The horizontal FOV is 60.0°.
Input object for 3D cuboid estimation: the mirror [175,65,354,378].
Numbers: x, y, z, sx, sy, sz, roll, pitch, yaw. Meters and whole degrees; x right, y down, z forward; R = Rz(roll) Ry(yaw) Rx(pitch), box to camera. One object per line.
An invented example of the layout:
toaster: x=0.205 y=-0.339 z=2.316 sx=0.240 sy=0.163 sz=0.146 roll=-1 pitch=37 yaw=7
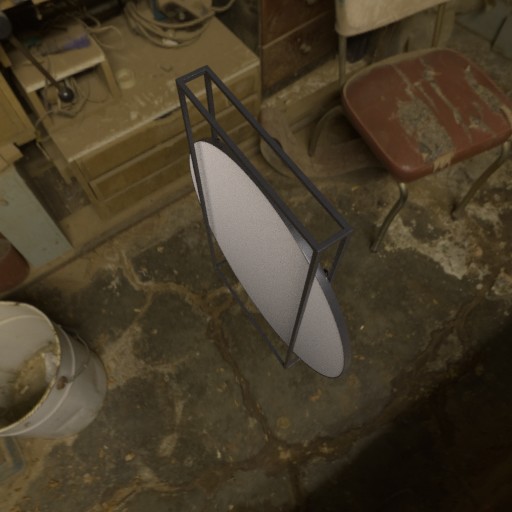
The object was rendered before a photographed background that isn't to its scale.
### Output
mirror: x=0.000 y=0.000 z=0.815 sx=0.051 sy=0.603 sz=0.508 roll=-31 pitch=68 yaw=-14
